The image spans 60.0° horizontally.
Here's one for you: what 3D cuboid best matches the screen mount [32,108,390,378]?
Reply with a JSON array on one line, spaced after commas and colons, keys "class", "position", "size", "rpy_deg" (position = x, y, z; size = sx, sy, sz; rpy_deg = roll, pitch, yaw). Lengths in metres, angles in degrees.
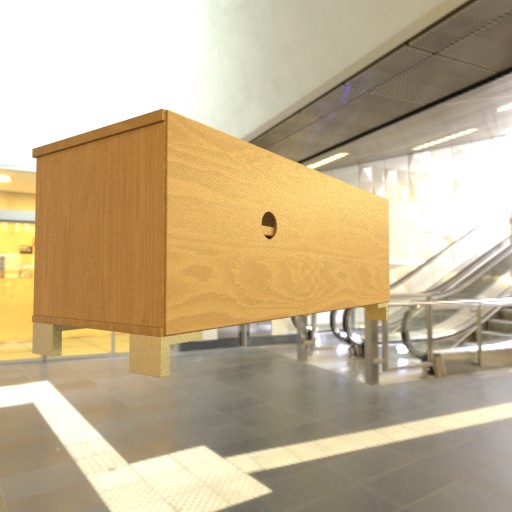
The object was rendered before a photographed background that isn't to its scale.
[{"class": "screen mount", "position": [0.000, 0.000, 1.262], "size": [0.406, 0.432, 1.084], "rpy_deg": [-2, -3, 35]}]
